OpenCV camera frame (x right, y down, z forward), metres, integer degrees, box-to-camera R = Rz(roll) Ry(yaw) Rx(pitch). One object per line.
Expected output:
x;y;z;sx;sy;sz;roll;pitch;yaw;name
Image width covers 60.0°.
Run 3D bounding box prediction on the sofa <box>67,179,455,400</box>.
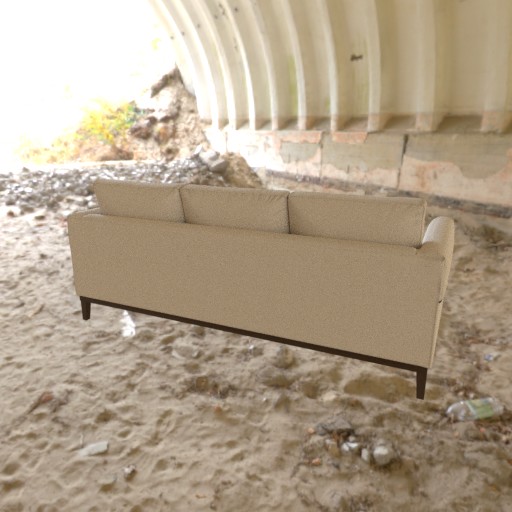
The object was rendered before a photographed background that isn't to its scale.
0.000;0.000;2.733;2.198;0.911;0.902;7;18;24;sofa
